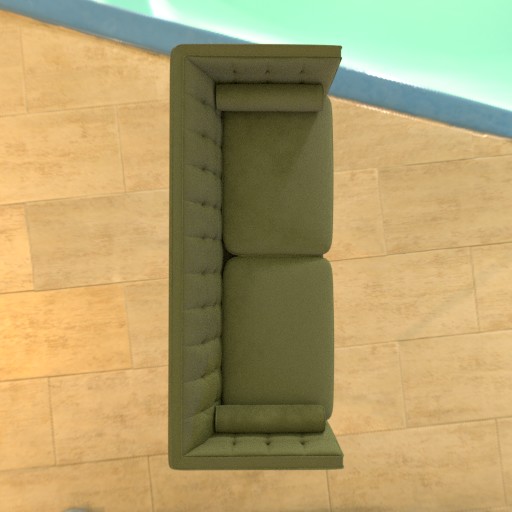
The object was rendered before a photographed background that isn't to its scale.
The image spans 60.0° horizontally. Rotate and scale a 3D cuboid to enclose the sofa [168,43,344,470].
[{"bbox_3d":[0.000,0.000,2.511,0.867,0.789,2.087,0,89,-1],"label":"sofa"}]
